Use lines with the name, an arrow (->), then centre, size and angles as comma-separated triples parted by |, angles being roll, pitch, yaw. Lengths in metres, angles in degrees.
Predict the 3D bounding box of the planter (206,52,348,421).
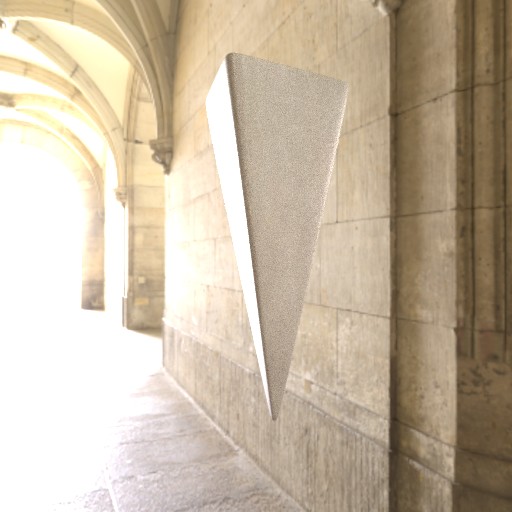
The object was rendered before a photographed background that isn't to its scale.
planter -> 0.000, 0.000, 0.268 | 0.101, 0.224, 0.081 | 0, 0, 19
